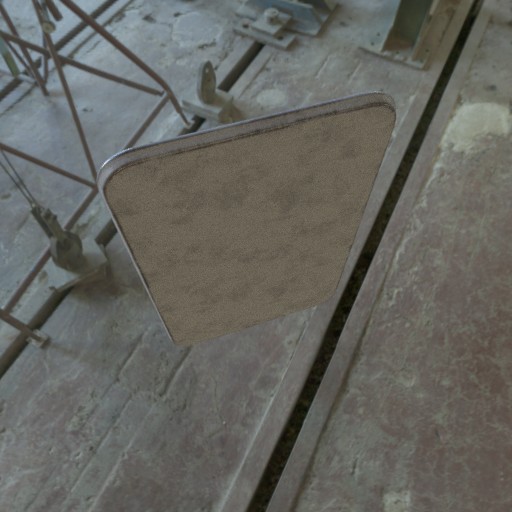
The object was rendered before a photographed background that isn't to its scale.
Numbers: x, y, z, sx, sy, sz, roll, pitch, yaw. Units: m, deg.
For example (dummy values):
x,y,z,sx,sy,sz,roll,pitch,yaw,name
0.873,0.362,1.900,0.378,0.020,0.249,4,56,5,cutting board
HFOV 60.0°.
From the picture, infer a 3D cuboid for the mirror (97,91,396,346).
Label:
x,y,z,sx,sy,sz,roll,pitch,yaw,name
0.000,0.000,0.909,0.461,0.713,0.024,-16,61,-9,mirror
